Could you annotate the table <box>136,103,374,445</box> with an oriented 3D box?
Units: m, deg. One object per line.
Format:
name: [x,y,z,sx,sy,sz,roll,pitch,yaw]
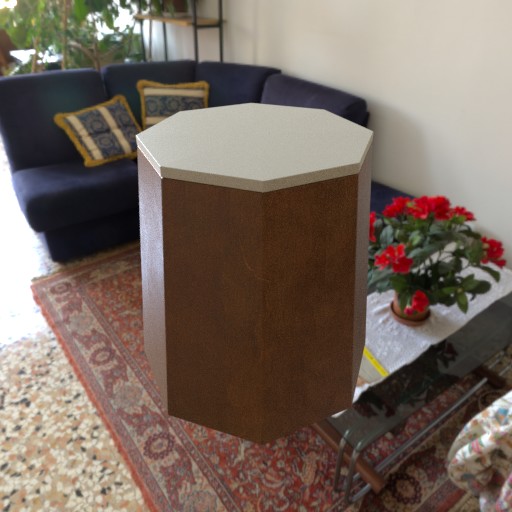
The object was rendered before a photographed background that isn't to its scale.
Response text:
table: [0.000,0.000,0.816,0.439,0.457,0.439,10,34,15]
